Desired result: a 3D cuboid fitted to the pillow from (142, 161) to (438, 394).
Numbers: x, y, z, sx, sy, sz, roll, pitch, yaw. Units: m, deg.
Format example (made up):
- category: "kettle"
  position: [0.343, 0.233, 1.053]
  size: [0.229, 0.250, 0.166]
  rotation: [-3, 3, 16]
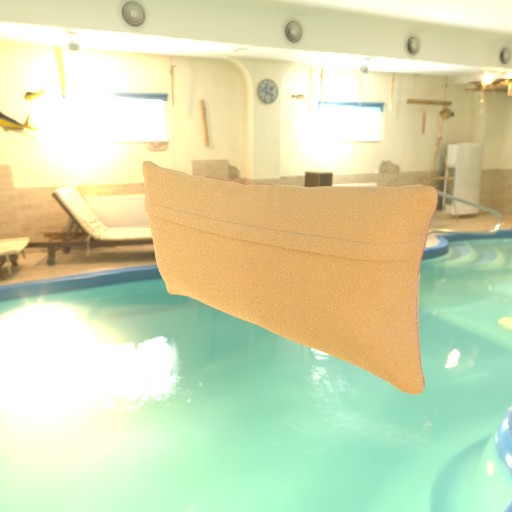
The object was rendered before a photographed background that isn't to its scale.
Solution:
- category: "pillow"
  position: [0.000, 0.000, 0.738]
  size: [0.155, 0.292, 0.609]
  rotation: [-14, 20, -42]
